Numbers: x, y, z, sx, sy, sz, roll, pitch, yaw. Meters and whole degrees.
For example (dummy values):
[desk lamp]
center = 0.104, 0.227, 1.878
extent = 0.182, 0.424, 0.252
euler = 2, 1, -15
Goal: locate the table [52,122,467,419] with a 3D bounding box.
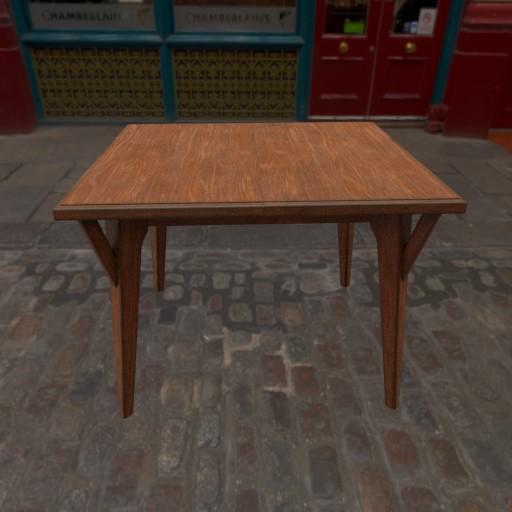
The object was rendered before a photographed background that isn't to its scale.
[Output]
[table]
center = 0.000, 0.000, 1.603
extent = 0.991, 0.761, 0.838
euler = -1, 30, -2
